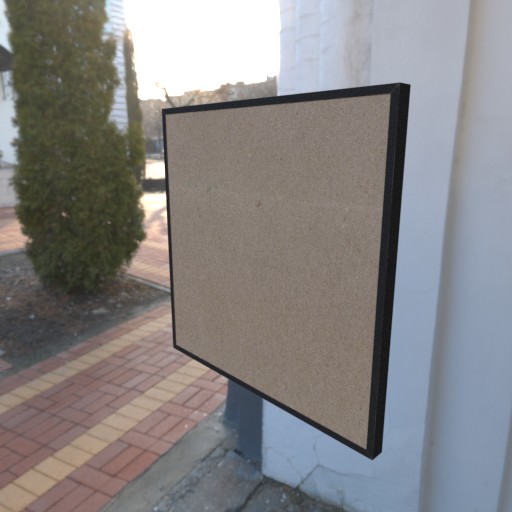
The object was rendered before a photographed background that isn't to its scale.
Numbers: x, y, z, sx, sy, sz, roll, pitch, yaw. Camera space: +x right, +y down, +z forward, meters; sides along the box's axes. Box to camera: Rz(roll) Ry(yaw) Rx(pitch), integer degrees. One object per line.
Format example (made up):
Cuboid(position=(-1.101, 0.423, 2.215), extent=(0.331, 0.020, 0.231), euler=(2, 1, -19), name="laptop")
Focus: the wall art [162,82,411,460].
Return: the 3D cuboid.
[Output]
Cuboid(position=(0.000, 0.000, 1.139), extent=(0.038, 0.762, 0.762), euler=(-13, 19, -42), name="wall art")
